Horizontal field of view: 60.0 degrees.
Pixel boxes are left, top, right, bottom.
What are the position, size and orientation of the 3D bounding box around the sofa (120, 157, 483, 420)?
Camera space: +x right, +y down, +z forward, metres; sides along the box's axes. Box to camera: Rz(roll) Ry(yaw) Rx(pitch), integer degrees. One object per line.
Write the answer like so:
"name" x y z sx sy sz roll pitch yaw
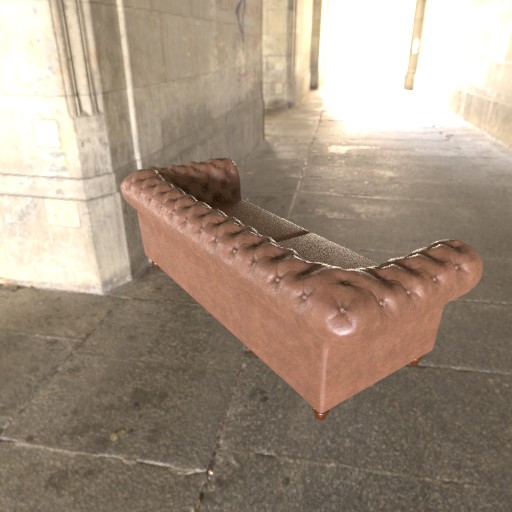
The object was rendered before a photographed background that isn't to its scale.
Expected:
"sofa" 0.000 0.000 2.796 0.944 0.783 2.385 -17 30 -31
